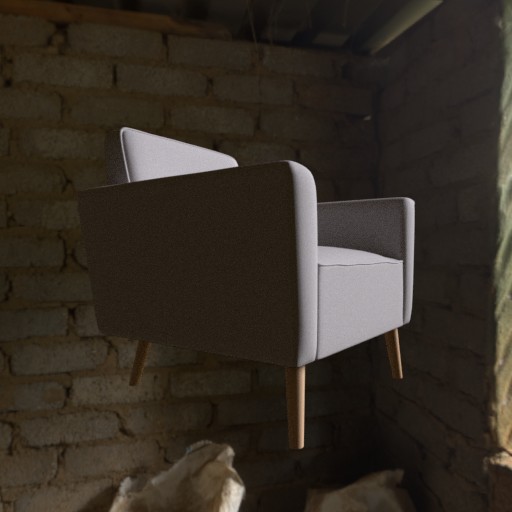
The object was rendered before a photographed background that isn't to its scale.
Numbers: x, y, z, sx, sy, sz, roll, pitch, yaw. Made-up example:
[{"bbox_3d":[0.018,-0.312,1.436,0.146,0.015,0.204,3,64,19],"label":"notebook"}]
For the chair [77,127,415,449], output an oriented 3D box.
[{"bbox_3d":[0.000,0.000,1.364,0.750,0.780,0.780,0,1,36],"label":"chair"}]
